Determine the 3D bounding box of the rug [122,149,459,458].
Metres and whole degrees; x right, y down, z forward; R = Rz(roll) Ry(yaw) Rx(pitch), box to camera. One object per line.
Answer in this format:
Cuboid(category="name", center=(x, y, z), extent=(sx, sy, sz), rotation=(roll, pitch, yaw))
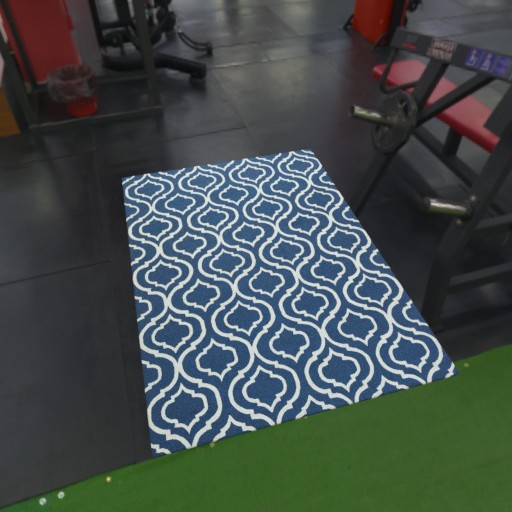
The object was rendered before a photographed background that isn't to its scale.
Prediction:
Cuboid(category="rug", center=(0.000, 0.000, 2.789), extent=(1.524, 0.010, 2.134), rotation=(-11, 47, -11))
